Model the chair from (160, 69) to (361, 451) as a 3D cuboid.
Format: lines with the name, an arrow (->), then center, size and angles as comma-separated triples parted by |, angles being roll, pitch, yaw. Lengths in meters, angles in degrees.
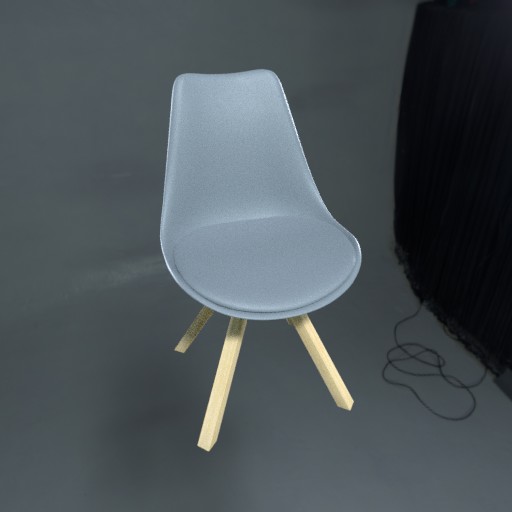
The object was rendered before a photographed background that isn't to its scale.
chair -> 0.000, 0.000, 1.189 | 0.485, 0.850, 0.549 | -10, 33, -15
